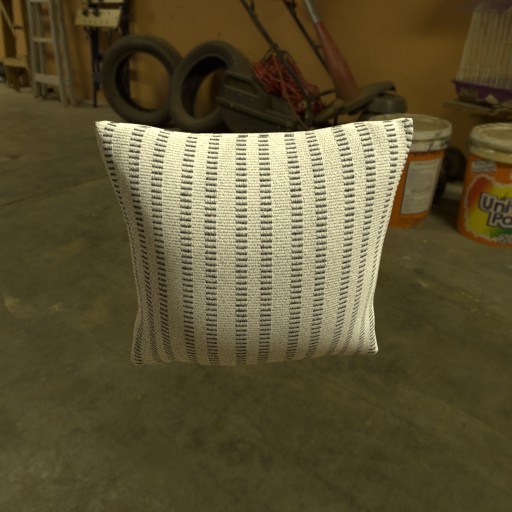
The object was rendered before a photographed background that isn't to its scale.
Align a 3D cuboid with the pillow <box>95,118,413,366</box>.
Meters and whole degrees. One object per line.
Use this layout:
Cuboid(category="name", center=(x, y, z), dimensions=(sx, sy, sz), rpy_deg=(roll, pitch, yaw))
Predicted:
Cuboid(category="pillow", center=(0.000, 0.000, 0.696), dimensions=(0.438, 0.419, 0.247), rpy_deg=(-2, 29, -3))
